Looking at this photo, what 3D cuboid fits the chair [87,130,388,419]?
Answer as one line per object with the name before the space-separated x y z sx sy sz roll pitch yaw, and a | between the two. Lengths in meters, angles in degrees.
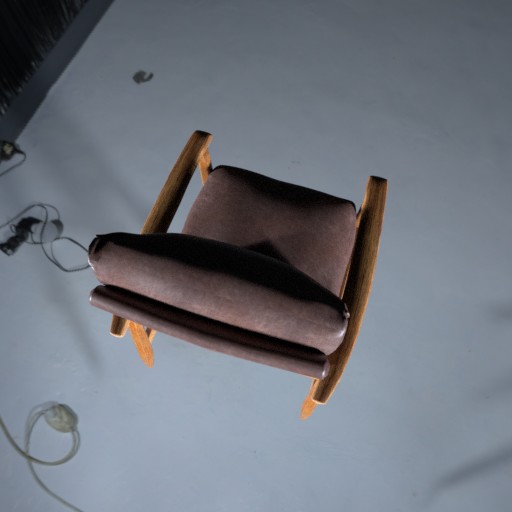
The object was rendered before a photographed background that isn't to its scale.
chair | 0.000 0.000 1.512 0.782 0.897 0.830 16 67 7
